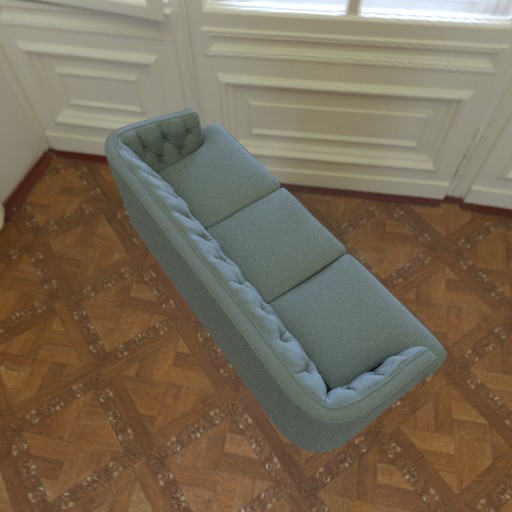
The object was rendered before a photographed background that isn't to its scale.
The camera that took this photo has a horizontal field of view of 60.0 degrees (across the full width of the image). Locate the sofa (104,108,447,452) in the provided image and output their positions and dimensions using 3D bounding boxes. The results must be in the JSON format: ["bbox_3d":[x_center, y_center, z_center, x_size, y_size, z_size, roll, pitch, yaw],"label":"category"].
[{"bbox_3d":[0.000,0.000,2.728,0.941,0.855,2.278,-31,62,-19],"label":"sofa"}]
